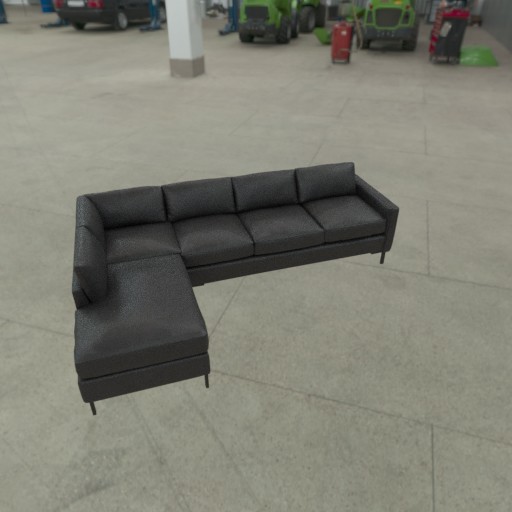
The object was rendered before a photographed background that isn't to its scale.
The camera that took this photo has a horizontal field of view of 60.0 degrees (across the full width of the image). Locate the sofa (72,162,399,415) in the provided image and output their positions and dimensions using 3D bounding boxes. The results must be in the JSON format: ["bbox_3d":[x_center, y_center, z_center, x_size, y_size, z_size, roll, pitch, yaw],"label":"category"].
[{"bbox_3d":[0.000,0.000,3.899,2.984,0.877,1.938,-10,34,-15],"label":"sofa"}]
